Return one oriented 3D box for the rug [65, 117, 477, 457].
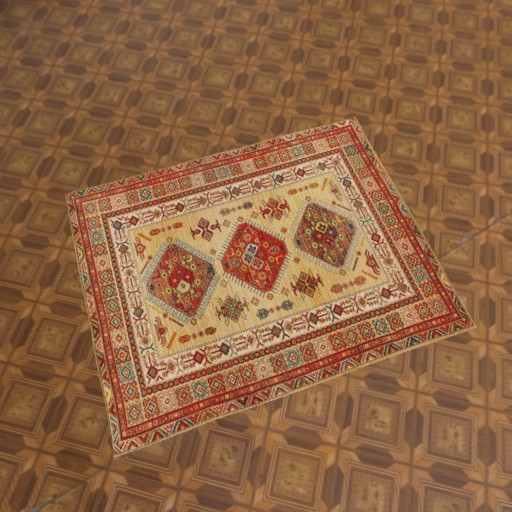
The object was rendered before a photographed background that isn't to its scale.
[{"bbox_3d":[0.000,0.000,3.990,3.067,0.005,2.460,-17,65,-8],"label":"rug"}]
